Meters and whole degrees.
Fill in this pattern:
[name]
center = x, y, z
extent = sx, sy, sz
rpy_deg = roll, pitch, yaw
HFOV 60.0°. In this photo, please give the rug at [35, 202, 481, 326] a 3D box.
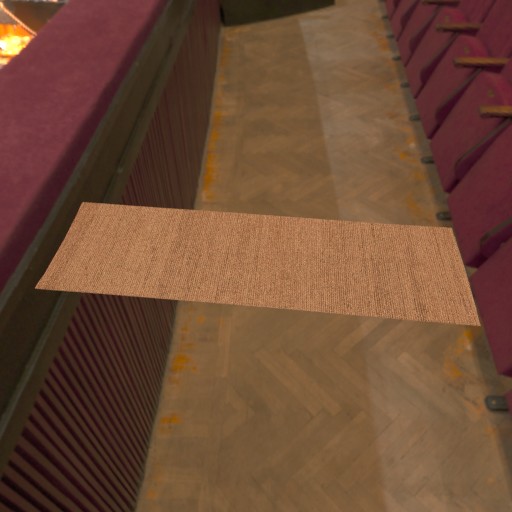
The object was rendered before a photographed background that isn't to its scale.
[rug]
center = 0.000, 0.000, 2.597
extent = 2.390, 0.014, 0.741
rpy_deg = 4, 46, 4
